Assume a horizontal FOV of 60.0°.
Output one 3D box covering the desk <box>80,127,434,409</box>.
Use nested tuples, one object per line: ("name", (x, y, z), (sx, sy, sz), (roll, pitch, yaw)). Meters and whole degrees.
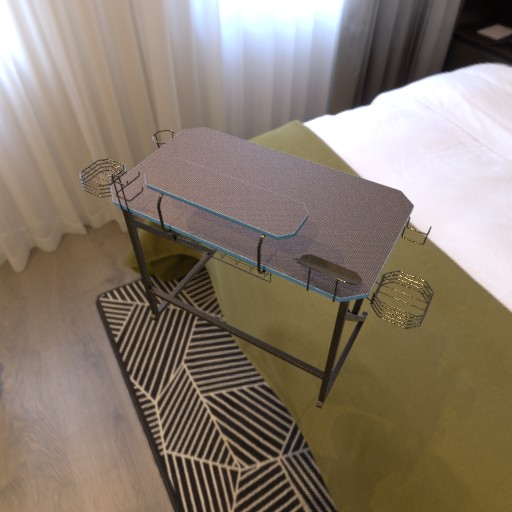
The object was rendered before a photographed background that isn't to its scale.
("desk", (0.000, 0.000, 1.759), (1.295, 0.909, 0.594), (23, 51, 20))
